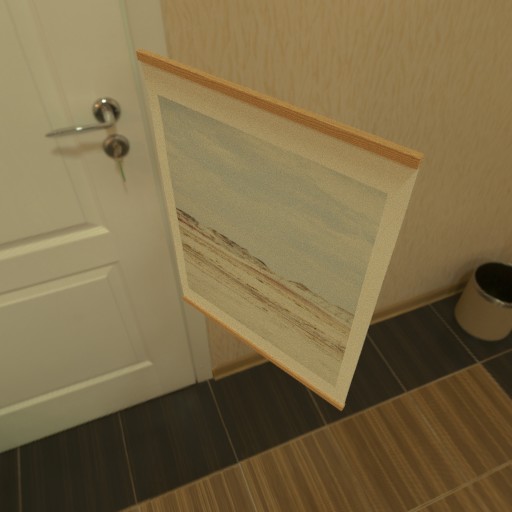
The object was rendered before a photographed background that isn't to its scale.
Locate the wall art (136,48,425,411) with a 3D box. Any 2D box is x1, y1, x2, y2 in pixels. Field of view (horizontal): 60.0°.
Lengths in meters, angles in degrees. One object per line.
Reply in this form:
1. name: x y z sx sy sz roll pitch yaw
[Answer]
1. wall art: 0.000 0.000 0.792 0.458 0.605 0.011 30 53 26
